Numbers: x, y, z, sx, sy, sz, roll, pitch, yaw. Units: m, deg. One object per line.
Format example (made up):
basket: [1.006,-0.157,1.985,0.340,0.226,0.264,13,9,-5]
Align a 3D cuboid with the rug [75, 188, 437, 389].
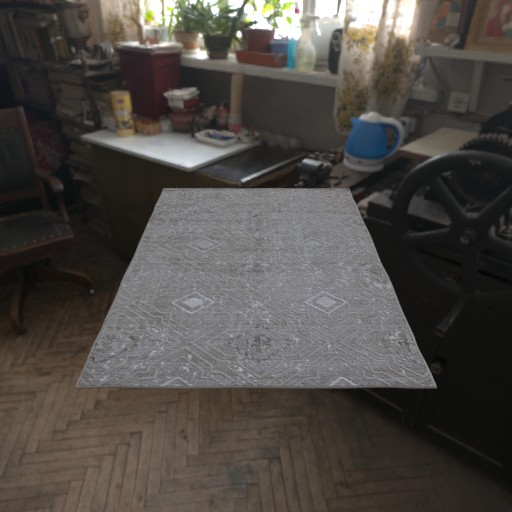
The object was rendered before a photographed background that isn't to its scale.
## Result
rug: [0.000,0.000,4.398,2.448,0.020,3.359,0,32,0]
